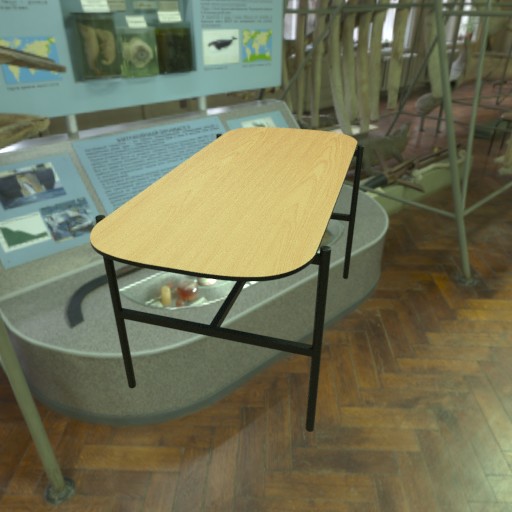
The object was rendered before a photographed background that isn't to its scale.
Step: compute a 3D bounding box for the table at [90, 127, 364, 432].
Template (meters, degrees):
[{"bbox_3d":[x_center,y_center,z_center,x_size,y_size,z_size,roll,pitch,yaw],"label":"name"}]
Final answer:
[{"bbox_3d":[0.000,0.000,1.033,0.400,0.400,0.800,9,31,15],"label":"table"}]
